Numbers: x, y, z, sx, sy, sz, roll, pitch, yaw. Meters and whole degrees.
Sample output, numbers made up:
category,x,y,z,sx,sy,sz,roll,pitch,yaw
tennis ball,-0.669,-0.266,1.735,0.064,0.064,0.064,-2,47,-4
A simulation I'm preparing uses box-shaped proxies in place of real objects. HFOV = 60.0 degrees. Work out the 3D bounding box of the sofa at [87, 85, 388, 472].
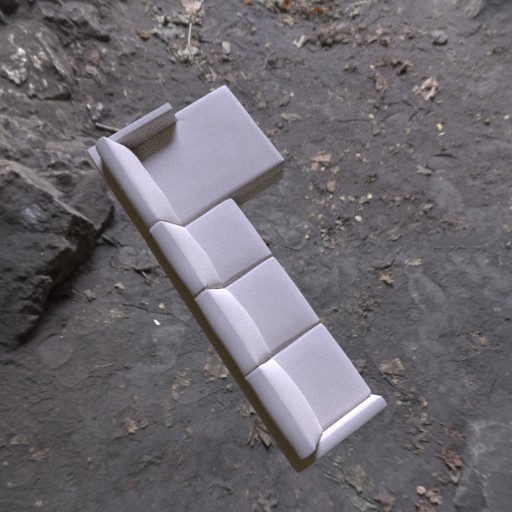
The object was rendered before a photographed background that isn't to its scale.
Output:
category,x,y,z,sx,sy,sz,roll,pitch,yaw
sofa,0.000,0.000,4.244,1.599,0.954,3.471,-34,78,-8
